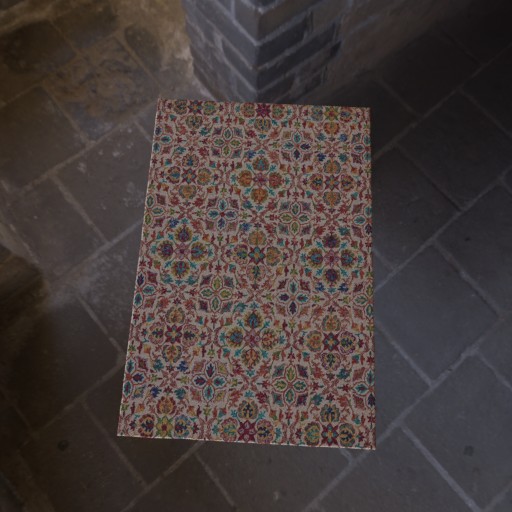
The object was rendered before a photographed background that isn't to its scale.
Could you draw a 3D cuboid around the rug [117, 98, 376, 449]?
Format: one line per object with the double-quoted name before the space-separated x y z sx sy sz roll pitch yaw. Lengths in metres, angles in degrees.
"rug" 0.000 0.000 2.924 1.541 0.018 2.297 3 75 1
